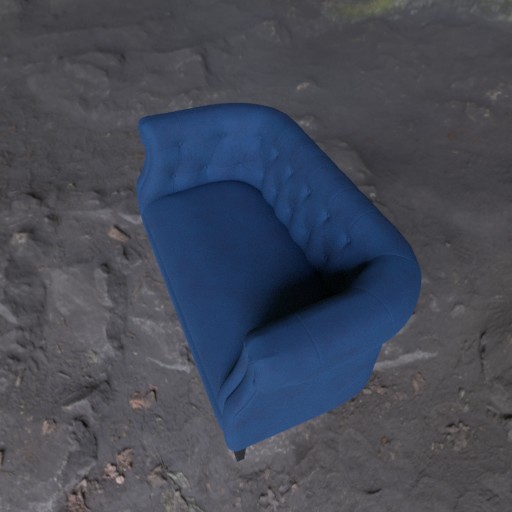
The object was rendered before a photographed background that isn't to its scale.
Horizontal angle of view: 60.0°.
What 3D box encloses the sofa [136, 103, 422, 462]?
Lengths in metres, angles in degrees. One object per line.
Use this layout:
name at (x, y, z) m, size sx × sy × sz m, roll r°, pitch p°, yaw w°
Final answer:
sofa at (0.000, 0.000, 2.068) m, size 0.835 × 0.827 × 1.558 m, roll -17°, pitch 49°, yaw -16°
